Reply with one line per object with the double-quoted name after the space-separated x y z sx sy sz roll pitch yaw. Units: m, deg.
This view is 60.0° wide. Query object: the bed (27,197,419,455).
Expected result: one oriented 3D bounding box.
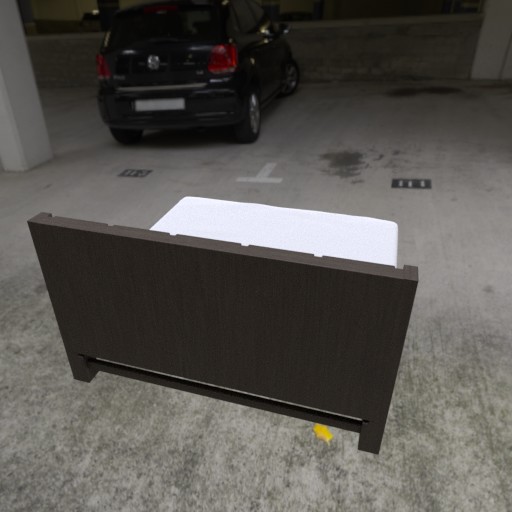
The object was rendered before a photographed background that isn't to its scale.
0.000 0.000 3.424 2.134 1.270 2.012 9 32 14 "bed"
